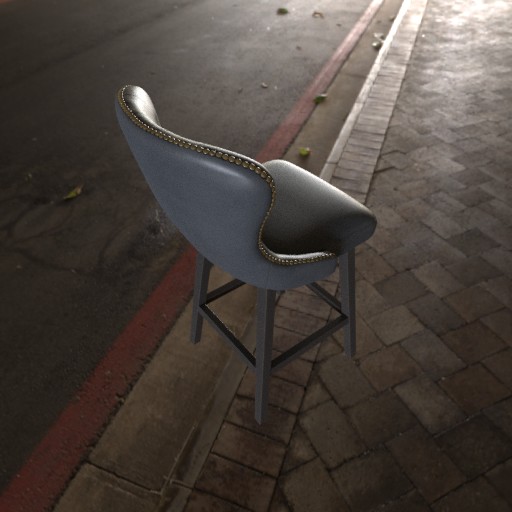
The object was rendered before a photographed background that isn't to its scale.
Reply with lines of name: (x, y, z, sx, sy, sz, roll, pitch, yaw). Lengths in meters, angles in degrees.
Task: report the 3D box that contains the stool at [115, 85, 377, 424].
stool: (0.000, 0.000, 1.289, 0.593, 0.971, 0.528, -27, 48, -28)
